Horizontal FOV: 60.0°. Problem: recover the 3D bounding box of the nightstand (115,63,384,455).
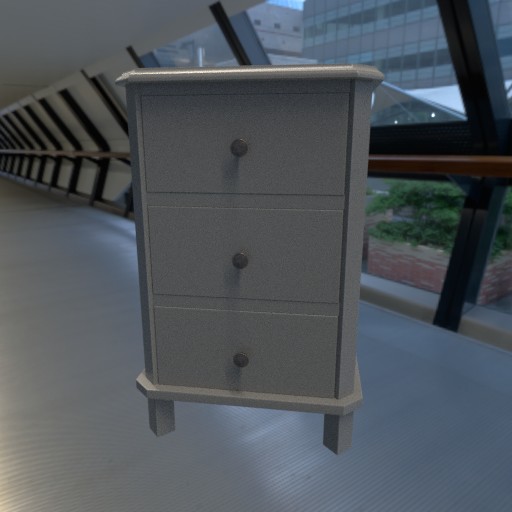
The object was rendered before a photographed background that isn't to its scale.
[{"bbox_3d":[0.000,0.000,0.914,0.435,0.680,0.348,2,15,8],"label":"nightstand"}]
